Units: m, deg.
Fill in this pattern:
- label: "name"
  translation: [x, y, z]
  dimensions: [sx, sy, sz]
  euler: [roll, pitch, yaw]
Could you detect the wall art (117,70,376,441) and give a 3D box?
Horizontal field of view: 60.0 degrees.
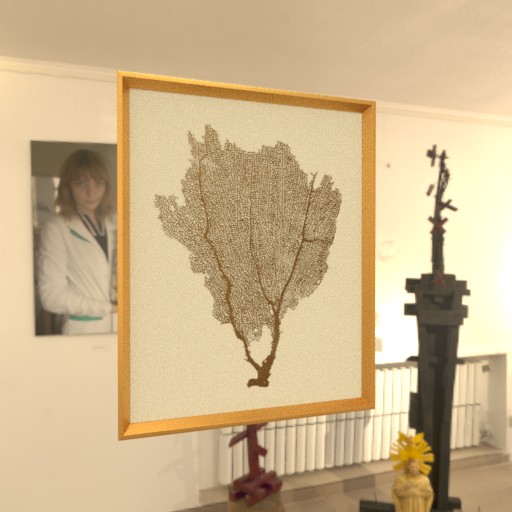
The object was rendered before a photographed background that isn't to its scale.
- label: "wall art"
  translation: [0.000, 0.000, 1.022]
  dimensions: [0.610, 0.762, 0.038]
  euler: [0, 1, -18]
